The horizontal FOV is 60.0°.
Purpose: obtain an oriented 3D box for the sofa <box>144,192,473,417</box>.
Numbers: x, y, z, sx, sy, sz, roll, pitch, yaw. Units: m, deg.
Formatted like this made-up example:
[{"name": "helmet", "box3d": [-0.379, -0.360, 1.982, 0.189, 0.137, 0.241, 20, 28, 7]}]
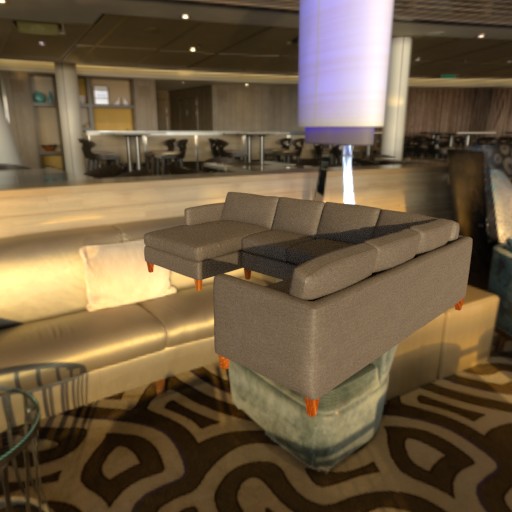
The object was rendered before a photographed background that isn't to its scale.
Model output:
[{"name": "sofa", "box3d": [0.000, 0.000, 4.643, 3.460, 0.961, 2.594, 15, 21, 42]}]
